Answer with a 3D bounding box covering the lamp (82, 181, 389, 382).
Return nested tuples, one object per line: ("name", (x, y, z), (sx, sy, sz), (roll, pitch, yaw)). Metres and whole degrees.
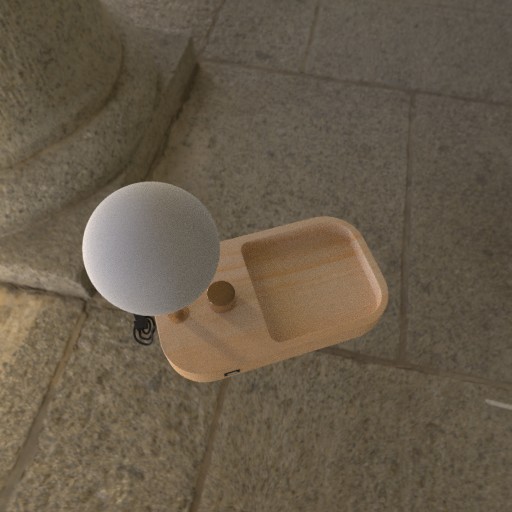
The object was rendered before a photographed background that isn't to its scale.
("lamp", (0.000, 0.000, 0.489), (0.331, 0.253, 0.173), (-15, 61, -9))
